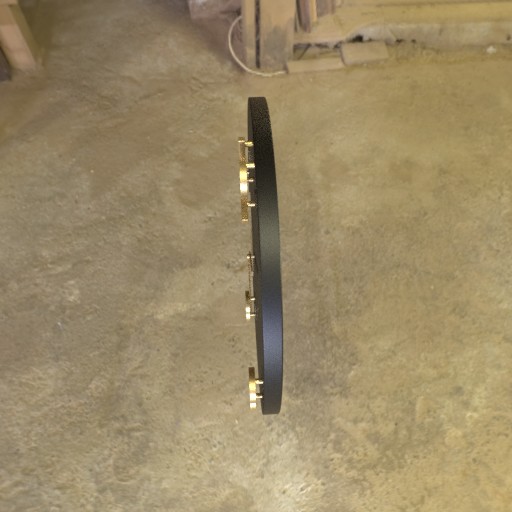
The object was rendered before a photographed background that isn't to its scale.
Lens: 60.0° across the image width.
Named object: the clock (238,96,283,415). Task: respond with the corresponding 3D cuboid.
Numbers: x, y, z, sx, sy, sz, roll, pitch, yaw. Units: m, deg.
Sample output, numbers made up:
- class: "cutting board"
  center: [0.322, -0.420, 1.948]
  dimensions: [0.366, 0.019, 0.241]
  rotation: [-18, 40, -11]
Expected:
- class: "clock"
  center: [0.000, 0.000, 0.672]
  dimensions: [0.038, 0.454, 0.454]
  rotation: [-3, 58, -2]
